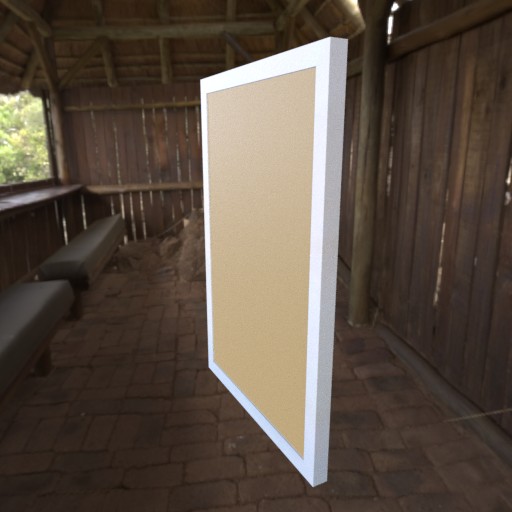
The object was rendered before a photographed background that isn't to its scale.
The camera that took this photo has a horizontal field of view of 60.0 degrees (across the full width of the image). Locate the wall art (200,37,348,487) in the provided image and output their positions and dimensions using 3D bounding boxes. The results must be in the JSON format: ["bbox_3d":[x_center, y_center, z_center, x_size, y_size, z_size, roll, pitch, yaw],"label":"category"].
[{"bbox_3d":[0.000,0.000,1.139,0.039,0.915,0.612,-8,16,-27],"label":"wall art"}]
